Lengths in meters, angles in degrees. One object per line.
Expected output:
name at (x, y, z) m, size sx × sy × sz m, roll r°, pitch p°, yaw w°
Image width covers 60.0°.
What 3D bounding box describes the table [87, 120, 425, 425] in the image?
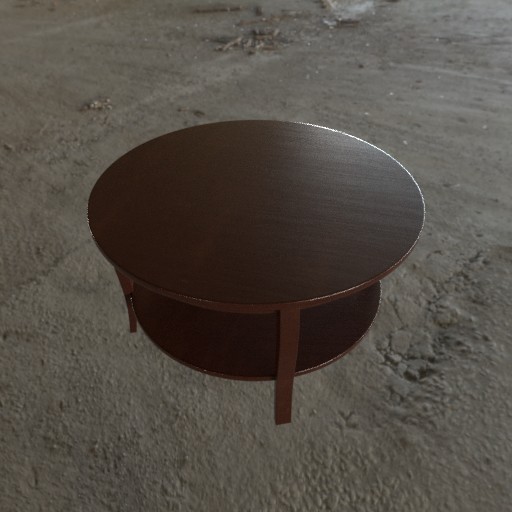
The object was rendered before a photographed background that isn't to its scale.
table at (0.000, 0.000, 1.405) m, size 0.911 × 0.512 × 0.911 m, roll 0°, pitch 40°, yaw 0°
